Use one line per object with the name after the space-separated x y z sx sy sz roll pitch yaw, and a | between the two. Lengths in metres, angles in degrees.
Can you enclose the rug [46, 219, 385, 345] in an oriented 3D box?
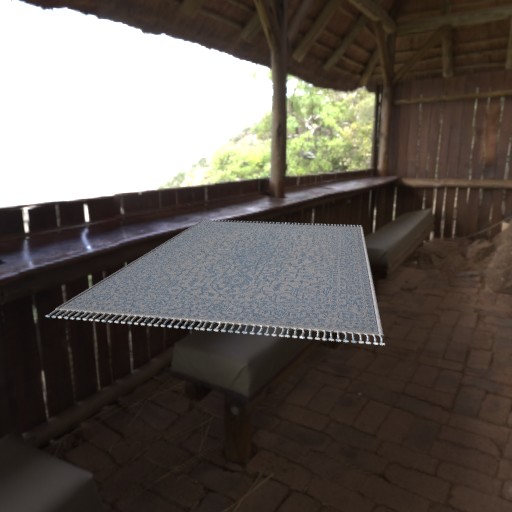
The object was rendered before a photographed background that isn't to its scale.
0.000 0.000 3.068 1.524 0.010 2.438 3 16 10 | rug
